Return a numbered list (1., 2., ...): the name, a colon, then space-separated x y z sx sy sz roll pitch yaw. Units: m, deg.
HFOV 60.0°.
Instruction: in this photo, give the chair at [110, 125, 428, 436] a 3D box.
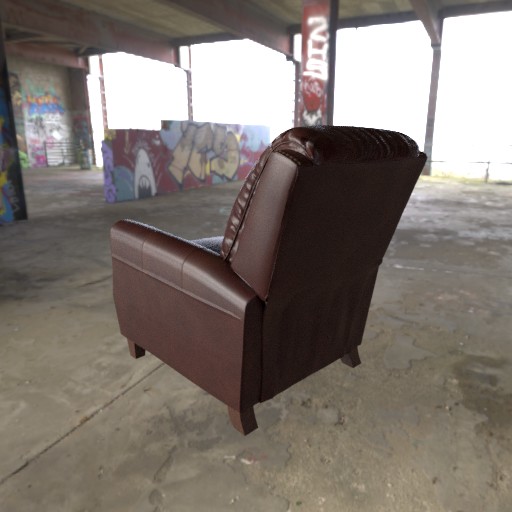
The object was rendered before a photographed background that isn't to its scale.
1. chair: 0.000 0.000 1.832 0.826 1.022 1.089 -14 21 -42
